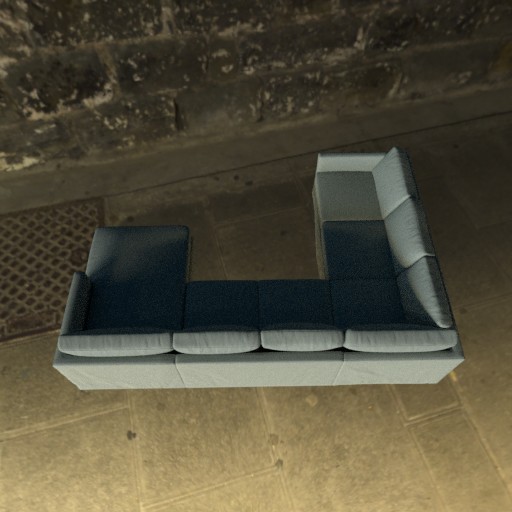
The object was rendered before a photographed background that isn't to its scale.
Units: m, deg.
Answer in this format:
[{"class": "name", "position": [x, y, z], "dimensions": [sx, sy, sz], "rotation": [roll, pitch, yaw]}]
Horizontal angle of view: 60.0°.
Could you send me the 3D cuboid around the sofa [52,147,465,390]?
[{"class": "sofa", "position": [0.000, 0.000, 4.521], "dimensions": [3.460, 0.882, 2.427], "rotation": [-1, 57, -1]}]
